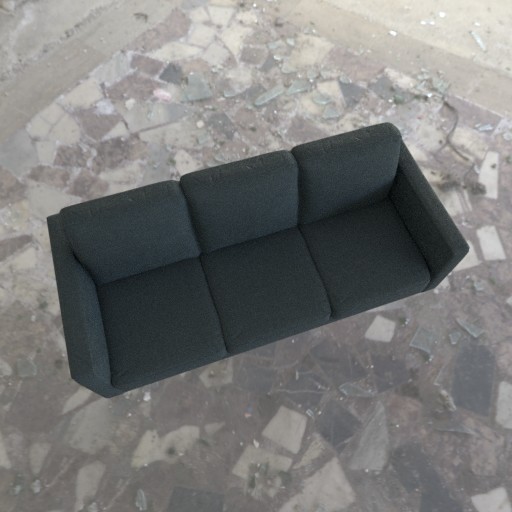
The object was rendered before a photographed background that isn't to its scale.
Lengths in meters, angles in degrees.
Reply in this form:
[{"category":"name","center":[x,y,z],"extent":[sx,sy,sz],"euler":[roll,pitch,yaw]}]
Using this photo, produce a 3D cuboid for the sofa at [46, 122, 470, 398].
[{"category":"sofa","center":[0.000,0.000,2.481],"extent":[2.013,0.945,0.935],"euler":[-17,65,-8]}]
